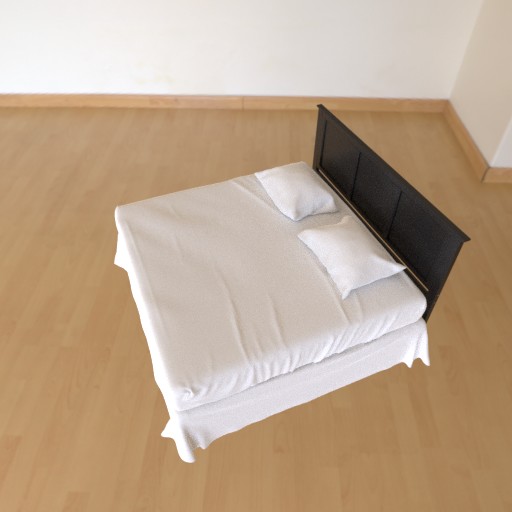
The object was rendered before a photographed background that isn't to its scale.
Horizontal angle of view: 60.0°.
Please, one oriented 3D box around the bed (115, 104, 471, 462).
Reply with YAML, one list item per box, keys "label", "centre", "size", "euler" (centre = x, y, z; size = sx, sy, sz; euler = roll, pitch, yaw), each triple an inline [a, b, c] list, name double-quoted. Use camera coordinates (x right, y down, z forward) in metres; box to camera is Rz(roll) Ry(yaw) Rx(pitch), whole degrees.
- label: "bed"
  centre: [0.000, 0.000, 3.642]
  size: [2.219, 1.271, 2.315]
  euler: [-17, 48, -16]
